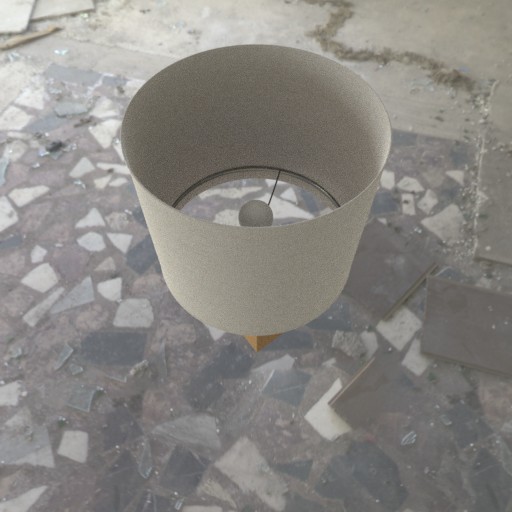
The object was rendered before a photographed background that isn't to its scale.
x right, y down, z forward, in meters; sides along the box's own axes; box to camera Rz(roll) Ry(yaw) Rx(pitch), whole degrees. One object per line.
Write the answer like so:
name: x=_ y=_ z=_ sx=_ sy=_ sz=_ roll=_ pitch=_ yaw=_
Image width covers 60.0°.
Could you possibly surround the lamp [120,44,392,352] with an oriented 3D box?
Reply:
lamp: x=0.000 y=0.000 z=0.550 sx=0.229 sy=0.417 sz=0.229 roll=-32 pitch=62 yaw=-19
